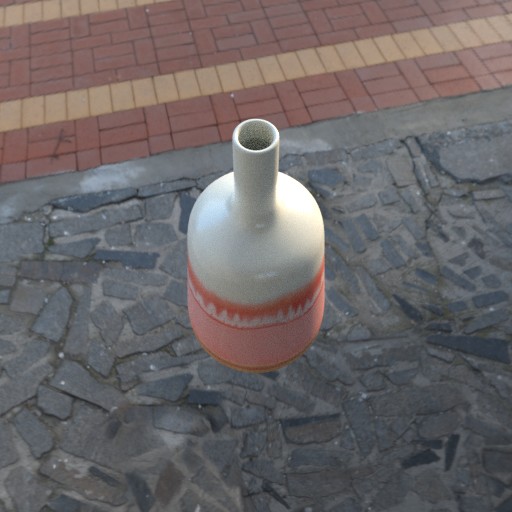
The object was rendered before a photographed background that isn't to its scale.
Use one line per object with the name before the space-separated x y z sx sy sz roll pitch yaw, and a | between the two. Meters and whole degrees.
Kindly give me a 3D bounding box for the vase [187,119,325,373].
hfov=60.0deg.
vase | 0.000 0.000 0.378 0.144 0.296 0.144 0 63 0
